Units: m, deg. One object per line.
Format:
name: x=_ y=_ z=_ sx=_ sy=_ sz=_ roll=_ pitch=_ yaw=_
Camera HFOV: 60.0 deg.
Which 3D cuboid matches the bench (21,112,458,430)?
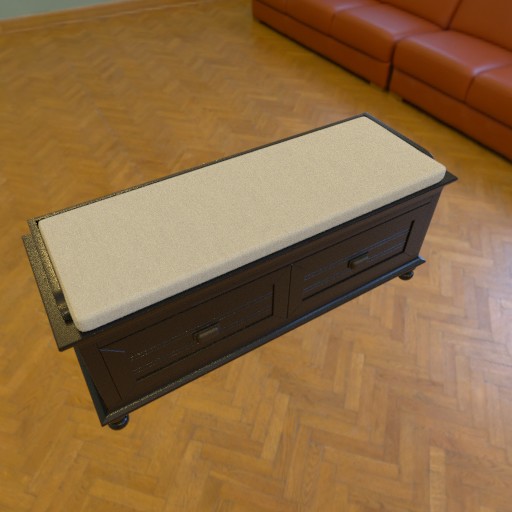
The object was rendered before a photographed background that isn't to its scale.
bench: x=0.000 y=0.000 z=1.389 sx=1.185 sy=0.501 sz=0.402 roll=-23 pitch=49 yaw=-21
